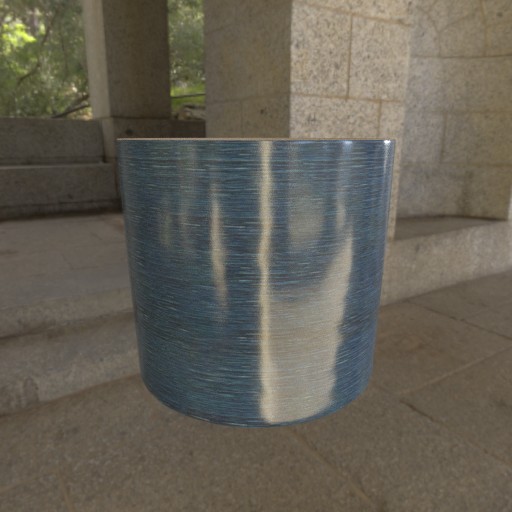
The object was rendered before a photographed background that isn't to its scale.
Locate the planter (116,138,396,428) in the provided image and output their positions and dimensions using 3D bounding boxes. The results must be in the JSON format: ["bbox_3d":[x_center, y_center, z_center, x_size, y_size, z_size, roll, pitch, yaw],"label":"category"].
[{"bbox_3d":[0.000,0.000,0.393,0.221,0.201,0.221,0,15,0],"label":"planter"}]
